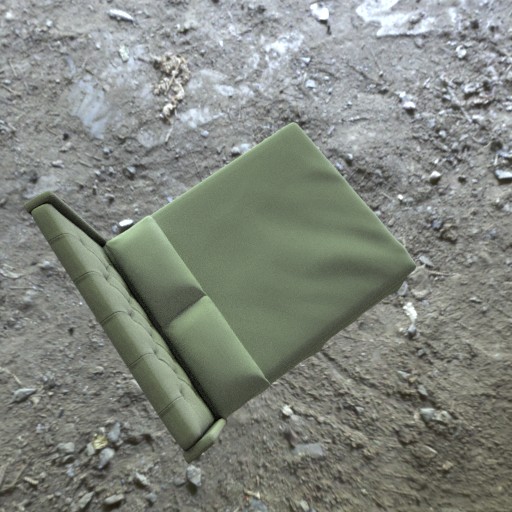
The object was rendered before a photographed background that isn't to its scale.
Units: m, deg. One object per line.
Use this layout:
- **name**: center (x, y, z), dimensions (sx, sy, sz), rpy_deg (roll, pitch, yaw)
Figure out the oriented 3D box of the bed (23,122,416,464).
- **bed**: center (0.000, 0.000, 3.297), dimensions (2.066, 1.665, 1.719), rpy_deg (-35, 78, -9)
